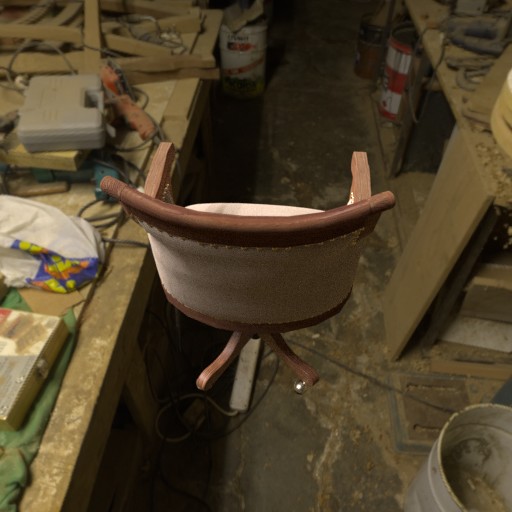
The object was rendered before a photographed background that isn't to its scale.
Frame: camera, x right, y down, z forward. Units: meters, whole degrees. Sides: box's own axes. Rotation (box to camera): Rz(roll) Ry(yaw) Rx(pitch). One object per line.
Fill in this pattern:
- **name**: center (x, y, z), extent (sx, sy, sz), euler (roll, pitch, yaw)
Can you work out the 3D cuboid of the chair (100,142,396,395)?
- **chair**: center (0.000, 0.000, 1.436), extent (0.656, 0.965, 0.689), euler (4, 47, 3)
